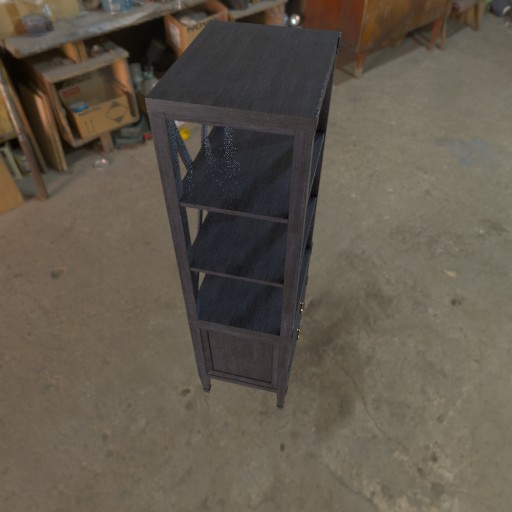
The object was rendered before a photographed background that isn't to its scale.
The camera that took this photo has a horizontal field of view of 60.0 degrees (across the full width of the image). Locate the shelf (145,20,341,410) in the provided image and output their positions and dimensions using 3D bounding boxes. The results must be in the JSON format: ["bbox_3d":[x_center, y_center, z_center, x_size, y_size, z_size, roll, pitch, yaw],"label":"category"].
[{"bbox_3d":[0.000,0.000,1.971,0.472,1.727,0.584,10,48,9],"label":"shelf"}]
